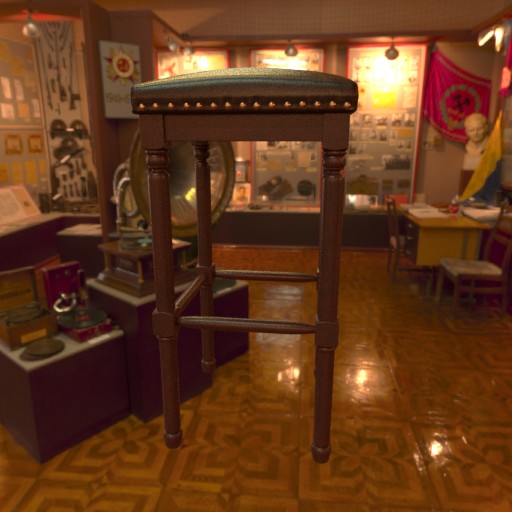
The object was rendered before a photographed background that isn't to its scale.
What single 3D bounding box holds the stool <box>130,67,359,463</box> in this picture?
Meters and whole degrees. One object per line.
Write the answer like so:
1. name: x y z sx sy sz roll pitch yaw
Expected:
1. stool: 0.000 0.000 0.985 0.383 0.768 0.382 2 15 8
